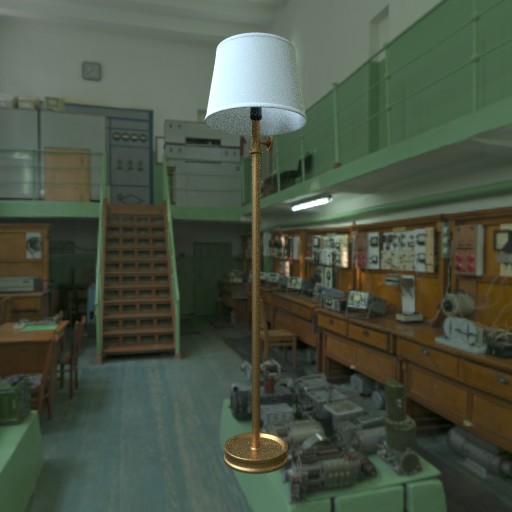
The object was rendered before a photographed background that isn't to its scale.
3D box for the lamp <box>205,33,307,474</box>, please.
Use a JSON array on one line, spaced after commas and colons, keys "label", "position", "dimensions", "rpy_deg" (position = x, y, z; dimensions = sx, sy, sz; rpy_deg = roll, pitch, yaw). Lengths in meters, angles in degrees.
[{"label": "lamp", "position": [0.000, 0.000, 0.775], "dimensions": [0.178, 0.710, 0.178], "rpy_deg": [0, 1, 0]}]
